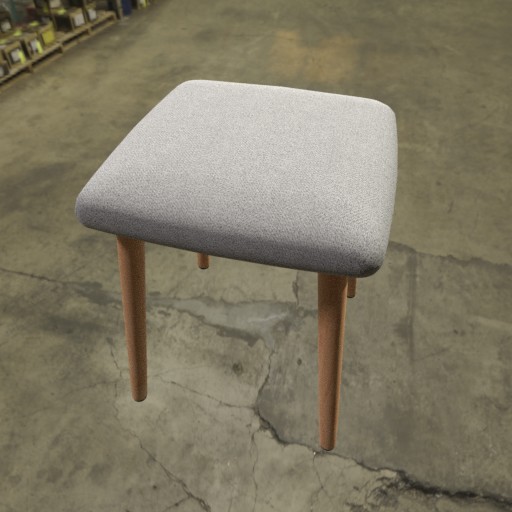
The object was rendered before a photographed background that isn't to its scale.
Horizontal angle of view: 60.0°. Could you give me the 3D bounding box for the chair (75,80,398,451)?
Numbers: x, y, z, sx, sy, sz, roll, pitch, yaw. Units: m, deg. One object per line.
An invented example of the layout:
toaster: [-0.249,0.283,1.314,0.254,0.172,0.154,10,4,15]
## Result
chair: [0.000,0.000,0.685,0.350,0.440,0.350,10,45,11]
